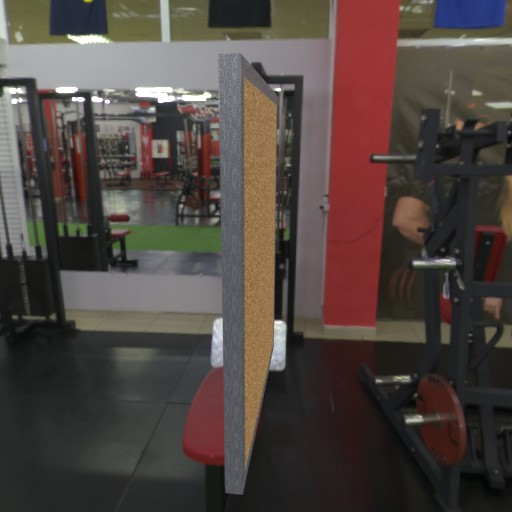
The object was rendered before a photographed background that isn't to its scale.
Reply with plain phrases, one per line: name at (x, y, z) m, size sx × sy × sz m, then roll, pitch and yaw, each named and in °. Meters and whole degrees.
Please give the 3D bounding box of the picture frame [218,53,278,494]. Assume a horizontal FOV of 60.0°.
picture frame at (0.000, 0.000, 0.757) m, size 0.029 × 0.559 × 0.454 m, roll 2°, pitch 15°, yaw 7°
